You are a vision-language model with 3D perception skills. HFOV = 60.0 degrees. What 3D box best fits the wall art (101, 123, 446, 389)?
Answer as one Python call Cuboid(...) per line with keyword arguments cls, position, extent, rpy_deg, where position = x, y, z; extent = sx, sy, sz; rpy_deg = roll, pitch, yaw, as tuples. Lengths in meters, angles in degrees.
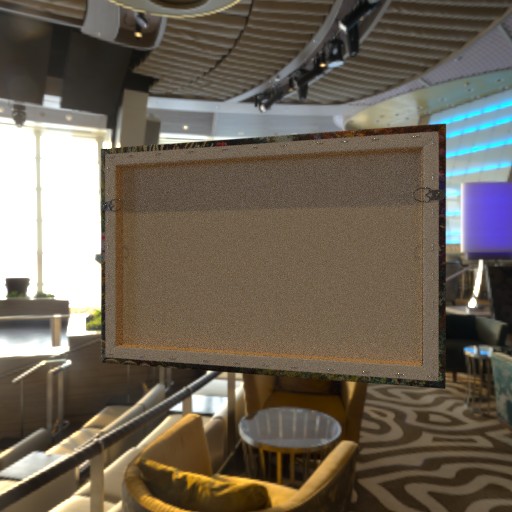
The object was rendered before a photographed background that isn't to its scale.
Cuboid(cls="wall art", position=(0.000, 0.000, 1.435), extent=(1.136, 0.760, 0.042), rpy_deg=(0, 0, 16))
